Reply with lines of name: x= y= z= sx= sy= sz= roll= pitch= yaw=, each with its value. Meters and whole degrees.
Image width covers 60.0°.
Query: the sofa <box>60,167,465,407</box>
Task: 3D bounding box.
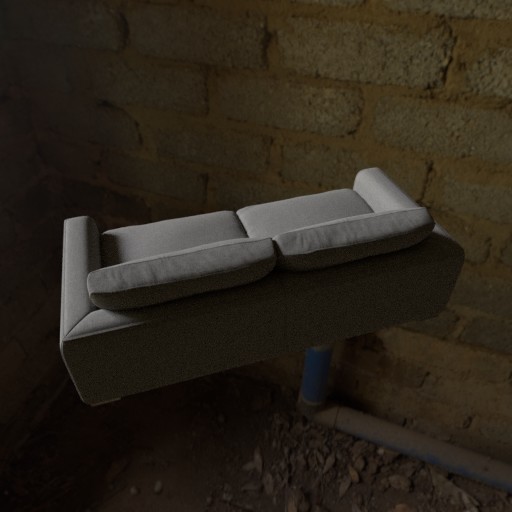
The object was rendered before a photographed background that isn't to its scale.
sofa: x=0.000 y=0.000 z=2.777 sx=2.262 sy=0.801 sz=1.070 roll=-12 pitch=42 yaw=-13
